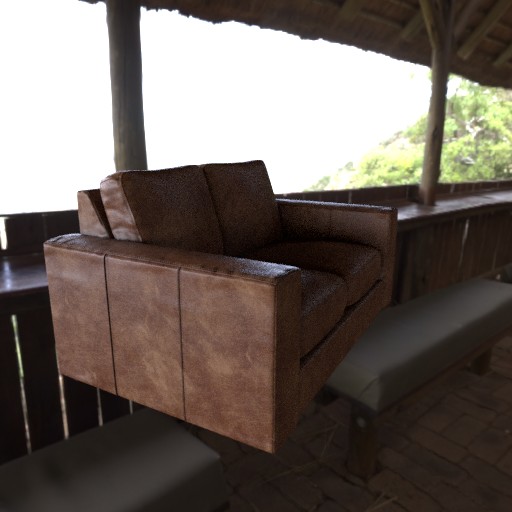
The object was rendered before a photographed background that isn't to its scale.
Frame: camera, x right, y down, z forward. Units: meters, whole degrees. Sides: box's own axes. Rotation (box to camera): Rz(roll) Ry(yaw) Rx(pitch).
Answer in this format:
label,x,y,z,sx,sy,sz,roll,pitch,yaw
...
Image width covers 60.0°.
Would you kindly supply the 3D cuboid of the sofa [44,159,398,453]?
label,x,y,z,sx,sy,sz,roll,pitch,yaw
sofa,0.000,0.000,2.225,1.041,0.889,1.626,8,17,28
